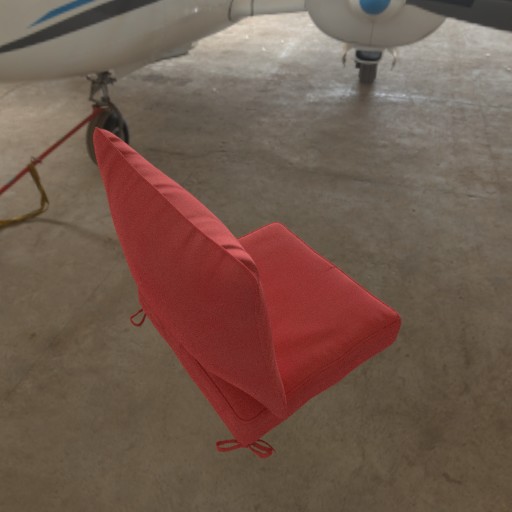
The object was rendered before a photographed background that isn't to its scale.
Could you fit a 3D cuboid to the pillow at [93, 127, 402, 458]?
[{"bbox_3d":[0.000,0.000,1.363,0.733,0.725,0.798,-25,47,-27],"label":"pillow"}]
